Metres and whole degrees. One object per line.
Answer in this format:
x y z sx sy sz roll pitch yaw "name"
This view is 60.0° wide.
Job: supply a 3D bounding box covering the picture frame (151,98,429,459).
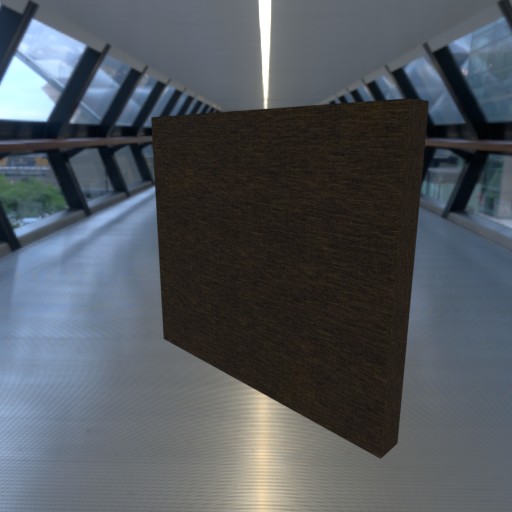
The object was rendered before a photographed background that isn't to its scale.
0.000 0.000 0.530 0.033 0.330 0.378 -14 20 -43 "picture frame"
